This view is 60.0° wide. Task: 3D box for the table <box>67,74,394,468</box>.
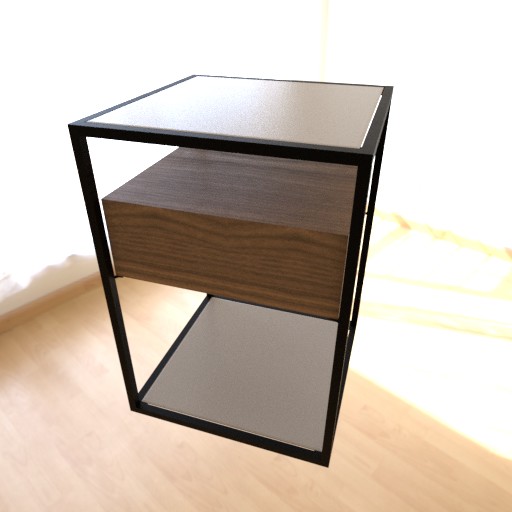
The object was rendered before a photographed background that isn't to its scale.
[{"bbox_3d":[0.000,0.000,0.802,0.378,0.540,0.378,10,33,15],"label":"table"}]
